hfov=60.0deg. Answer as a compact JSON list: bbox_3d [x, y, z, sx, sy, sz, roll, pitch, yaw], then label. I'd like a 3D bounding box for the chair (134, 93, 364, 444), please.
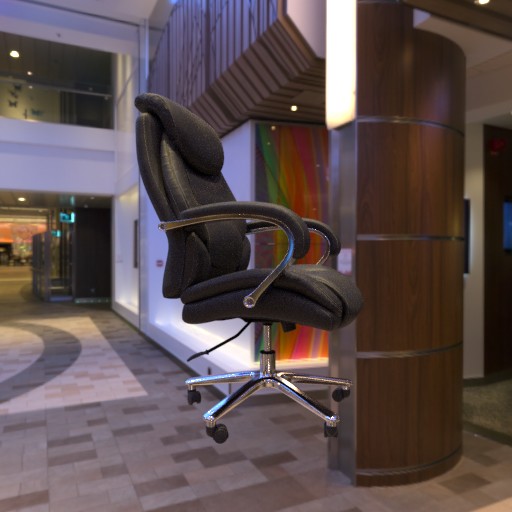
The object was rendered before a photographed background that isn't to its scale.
[{"bbox_3d":[0.000,0.000,1.702,0.790,1.183,0.755,0,0,18],"label":"chair"}]
